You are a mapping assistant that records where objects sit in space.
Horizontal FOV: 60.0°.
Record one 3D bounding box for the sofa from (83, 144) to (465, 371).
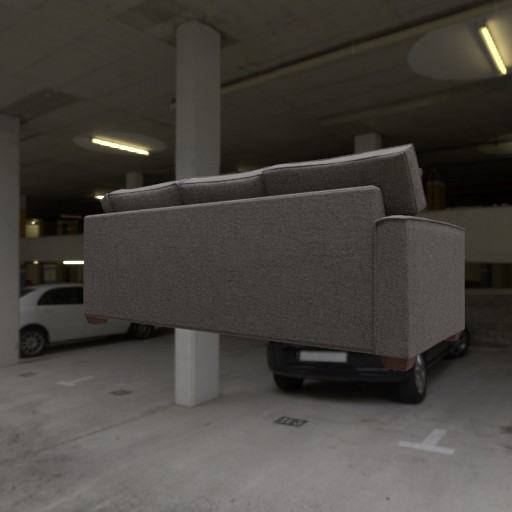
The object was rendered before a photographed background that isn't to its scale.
[{"bbox_3d":[0.000,0.000,2.867,2.317,0.962,1.061,0,-1,37],"label":"sofa"}]
